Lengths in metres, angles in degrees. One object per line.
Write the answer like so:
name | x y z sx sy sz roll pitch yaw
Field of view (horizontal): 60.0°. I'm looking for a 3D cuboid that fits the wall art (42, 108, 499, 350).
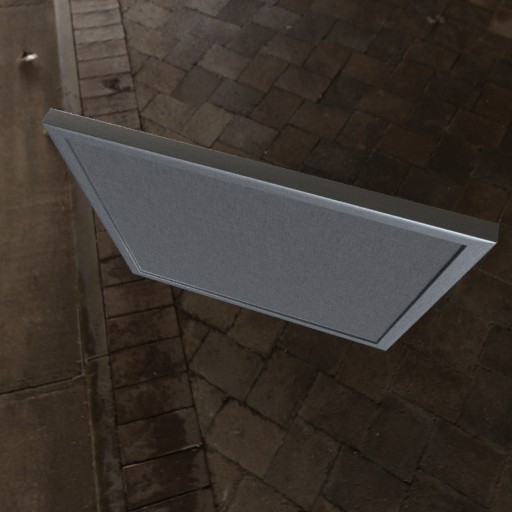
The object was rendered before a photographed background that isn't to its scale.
wall art | 0.000 0.000 0.725 0.556 0.457 0.028 16 65 8
